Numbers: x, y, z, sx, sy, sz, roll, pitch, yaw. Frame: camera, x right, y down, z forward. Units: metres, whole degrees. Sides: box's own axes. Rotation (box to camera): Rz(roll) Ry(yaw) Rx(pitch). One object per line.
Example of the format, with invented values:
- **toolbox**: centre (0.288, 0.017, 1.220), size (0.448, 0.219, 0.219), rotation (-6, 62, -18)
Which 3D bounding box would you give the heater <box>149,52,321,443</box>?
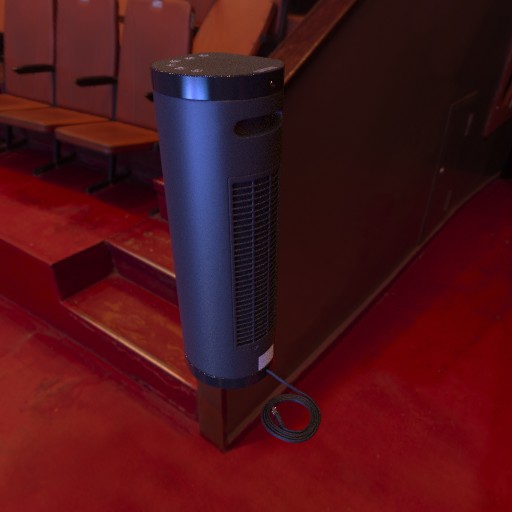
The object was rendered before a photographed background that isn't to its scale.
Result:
- **heater**: centre (0.000, 0.000, 0.702), size (0.312, 0.552, 0.174), rotation (22, 39, 30)
